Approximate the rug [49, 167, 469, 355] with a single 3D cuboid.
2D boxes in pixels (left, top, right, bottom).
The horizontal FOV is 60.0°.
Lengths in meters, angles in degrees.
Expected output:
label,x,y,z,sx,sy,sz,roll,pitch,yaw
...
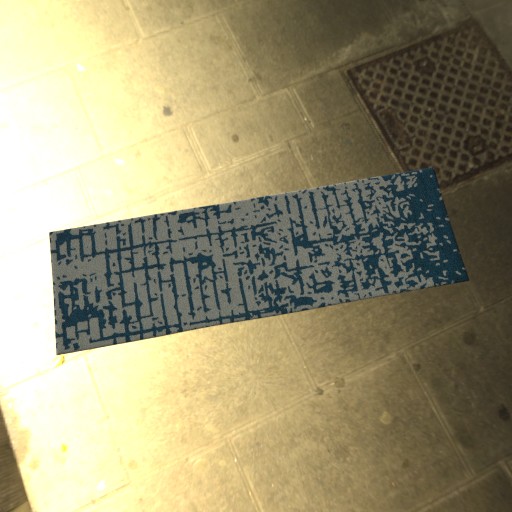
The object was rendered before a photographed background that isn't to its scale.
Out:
label,x,y,z,sx,sy,sz,roll,pitch,yaw
rug,0.000,0.000,2.665,2.435,0.011,0.750,-10,75,-3
